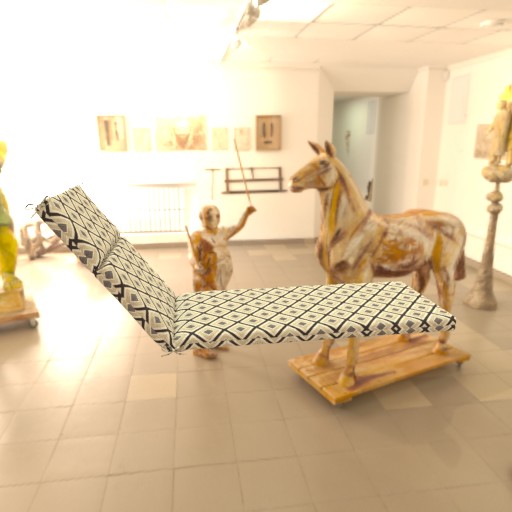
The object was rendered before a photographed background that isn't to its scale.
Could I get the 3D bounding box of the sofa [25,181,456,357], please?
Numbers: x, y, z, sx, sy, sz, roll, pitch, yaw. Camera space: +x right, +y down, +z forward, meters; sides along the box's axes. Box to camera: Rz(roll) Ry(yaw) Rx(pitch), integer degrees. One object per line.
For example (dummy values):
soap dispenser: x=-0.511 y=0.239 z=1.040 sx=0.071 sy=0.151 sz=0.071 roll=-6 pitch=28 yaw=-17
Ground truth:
sofa: x=0.000 y=0.000 z=1.939 sx=1.663 sy=0.622 sz=0.582 roll=-2 pitch=15 yaw=-9
